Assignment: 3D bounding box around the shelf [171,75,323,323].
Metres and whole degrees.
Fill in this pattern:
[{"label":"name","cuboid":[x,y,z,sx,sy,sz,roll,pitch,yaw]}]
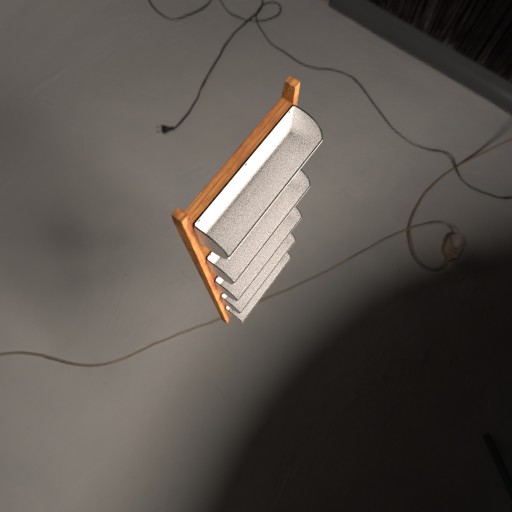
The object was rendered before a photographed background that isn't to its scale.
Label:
[{"label":"shelf","cuboid":[0.000,0.000,1.781,0.141,1.600,0.454,35,77,10]}]
